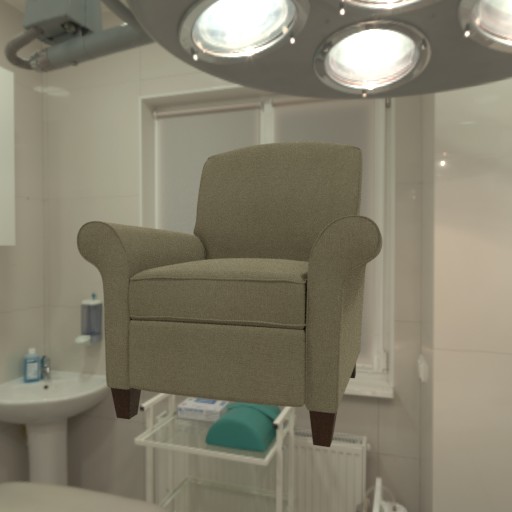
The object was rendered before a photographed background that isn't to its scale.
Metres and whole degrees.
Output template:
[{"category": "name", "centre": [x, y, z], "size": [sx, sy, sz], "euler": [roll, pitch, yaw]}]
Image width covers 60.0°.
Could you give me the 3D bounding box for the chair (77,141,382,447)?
[{"category": "chair", "centre": [0.000, 0.000, 1.738], "size": [0.978, 1.061, 0.905], "euler": [0, 1, 18]}]
